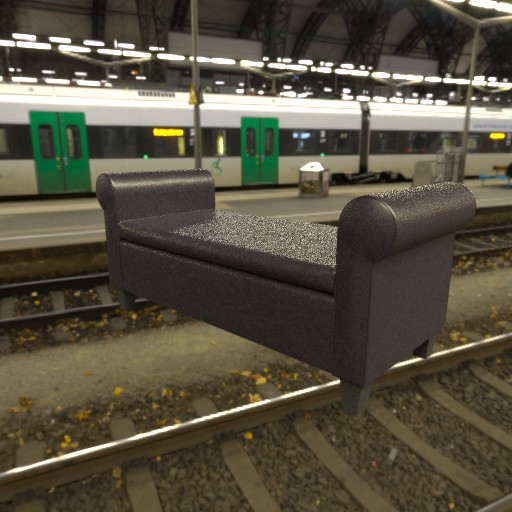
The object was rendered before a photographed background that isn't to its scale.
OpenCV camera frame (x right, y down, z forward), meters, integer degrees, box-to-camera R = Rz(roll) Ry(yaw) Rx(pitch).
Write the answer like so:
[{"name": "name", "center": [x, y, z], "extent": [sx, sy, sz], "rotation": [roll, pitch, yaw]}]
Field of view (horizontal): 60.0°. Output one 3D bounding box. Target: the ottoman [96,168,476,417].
[{"name": "ottoman", "center": [0.000, 0.000, 1.552], "extent": [1.256, 0.547, 0.521], "rotation": [13, 19, 41]}]
